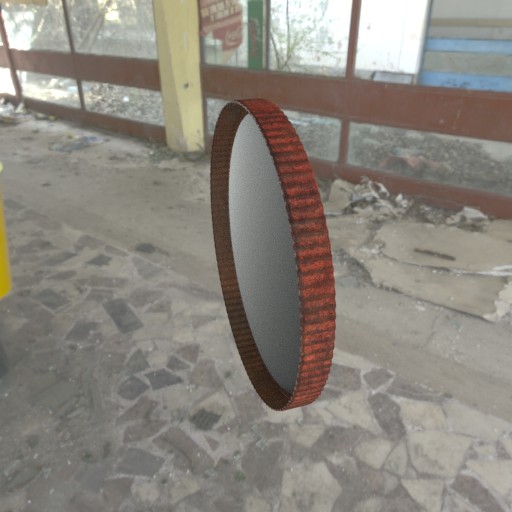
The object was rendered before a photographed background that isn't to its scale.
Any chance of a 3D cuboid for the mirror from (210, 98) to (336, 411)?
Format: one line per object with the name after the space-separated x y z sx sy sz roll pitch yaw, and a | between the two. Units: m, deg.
0.000 0.000 0.911 0.056 0.609 0.609 -9 30 -15 | mirror
